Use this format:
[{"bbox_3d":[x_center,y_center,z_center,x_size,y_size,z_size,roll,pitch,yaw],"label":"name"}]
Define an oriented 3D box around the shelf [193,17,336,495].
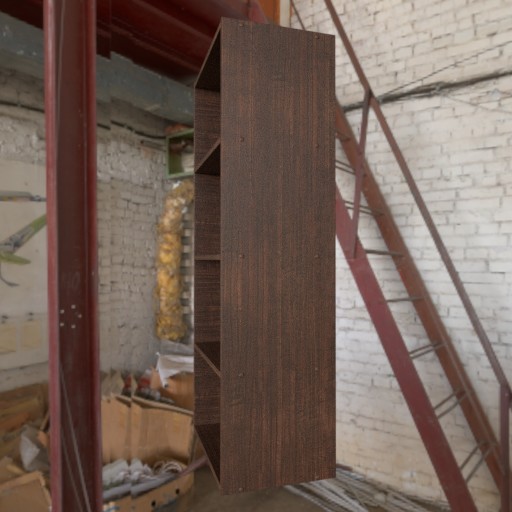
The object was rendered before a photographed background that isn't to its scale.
[{"bbox_3d":[0.000,0.000,1.255,0.290,1.099,0.415,0,0,-17],"label":"shelf"}]
